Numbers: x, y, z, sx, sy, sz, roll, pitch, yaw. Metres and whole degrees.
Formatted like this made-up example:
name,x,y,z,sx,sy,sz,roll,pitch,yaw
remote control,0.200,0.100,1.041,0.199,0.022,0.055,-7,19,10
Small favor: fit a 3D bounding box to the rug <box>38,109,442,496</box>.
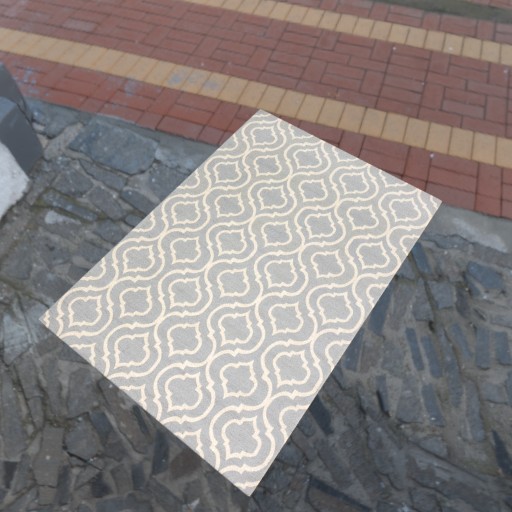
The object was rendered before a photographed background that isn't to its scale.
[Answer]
name,x,y,z,sx,sy,sz,roll,pitch,yaw
rug,0.000,0.000,2.645,1.451,0.010,2.080,32,64,18
